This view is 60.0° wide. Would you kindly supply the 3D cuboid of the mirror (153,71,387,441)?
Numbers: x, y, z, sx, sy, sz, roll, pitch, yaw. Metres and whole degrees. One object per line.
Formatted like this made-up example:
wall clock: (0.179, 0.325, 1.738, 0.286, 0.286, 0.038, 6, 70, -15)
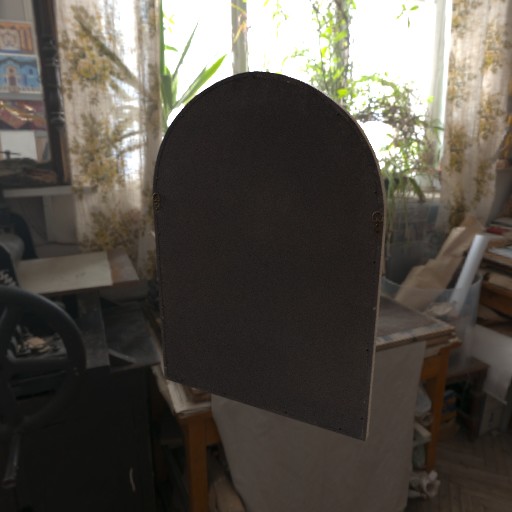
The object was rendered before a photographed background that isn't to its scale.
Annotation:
mirror: (0.000, 0.000, 1.190, 0.660, 0.920, 0.032, 8, 18, 26)
